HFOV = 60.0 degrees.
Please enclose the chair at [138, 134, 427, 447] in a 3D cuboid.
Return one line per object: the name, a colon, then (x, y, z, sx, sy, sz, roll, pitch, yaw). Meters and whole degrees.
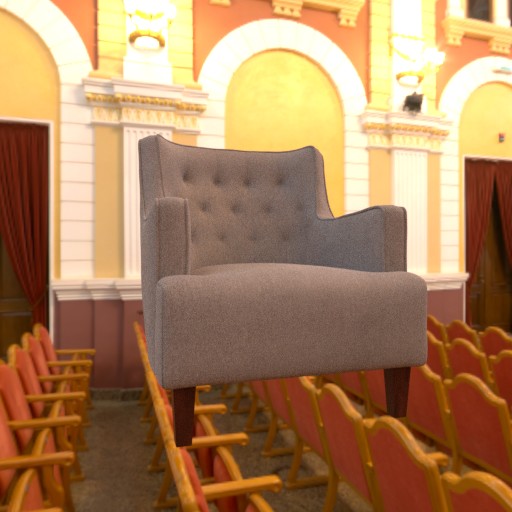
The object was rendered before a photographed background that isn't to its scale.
chair: (0.000, 0.000, 1.544, 0.781, 0.919, 0.910, 0, 1, -18)
